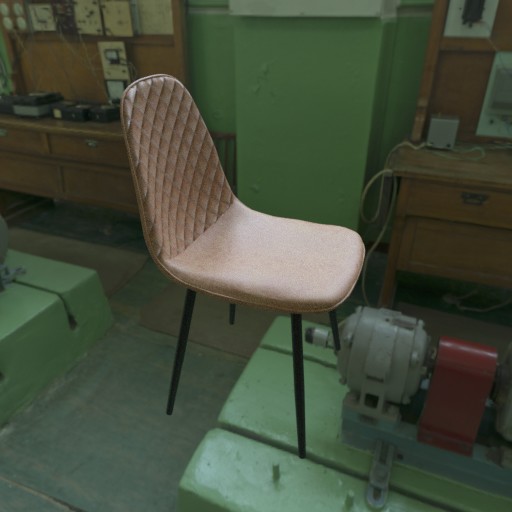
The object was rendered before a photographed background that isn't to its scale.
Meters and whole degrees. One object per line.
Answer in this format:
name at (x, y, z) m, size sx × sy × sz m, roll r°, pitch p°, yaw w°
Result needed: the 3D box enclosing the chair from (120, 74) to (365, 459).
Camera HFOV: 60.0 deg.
chair at (0.000, 0.000, 1.203) m, size 0.561 × 0.889 × 0.472 m, roll 11°, pitch 31°, yaw 18°
